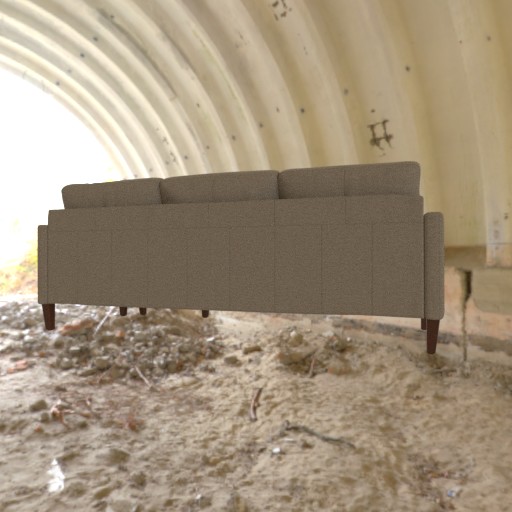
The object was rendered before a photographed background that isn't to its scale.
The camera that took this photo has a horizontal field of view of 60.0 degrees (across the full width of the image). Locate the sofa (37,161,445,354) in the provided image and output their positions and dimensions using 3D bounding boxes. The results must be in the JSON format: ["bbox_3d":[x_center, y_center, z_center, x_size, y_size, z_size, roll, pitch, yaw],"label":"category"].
[{"bbox_3d":[0.000,0.000,2.914,2.178,0.875,1.506,0,-1,19],"label":"sofa"}]
